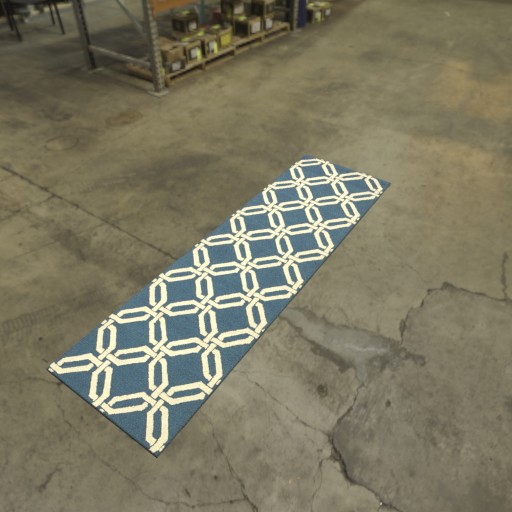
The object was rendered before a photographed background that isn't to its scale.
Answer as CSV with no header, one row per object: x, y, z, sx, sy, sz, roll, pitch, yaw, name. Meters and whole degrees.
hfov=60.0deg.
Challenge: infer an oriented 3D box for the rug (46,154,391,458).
0.000,0.000,2.501,0.678,0.014,2.276,25,48,25,rug
